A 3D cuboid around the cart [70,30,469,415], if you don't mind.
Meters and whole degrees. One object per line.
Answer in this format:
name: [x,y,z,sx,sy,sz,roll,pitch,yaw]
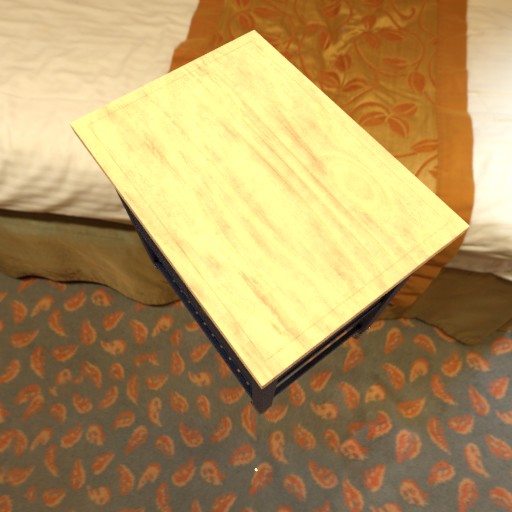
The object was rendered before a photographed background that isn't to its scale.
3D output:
cart: [0.000,0.000,1.444,0.567,0.920,0.797,-34,69,-15]
